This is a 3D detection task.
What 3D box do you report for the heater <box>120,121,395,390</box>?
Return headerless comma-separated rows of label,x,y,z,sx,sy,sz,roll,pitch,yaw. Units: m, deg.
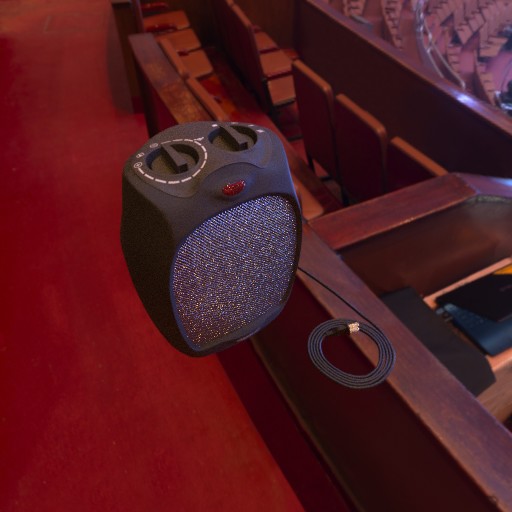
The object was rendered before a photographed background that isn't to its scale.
heater,0.000,0.000,0.463,0.239,0.240,0.291,-26,51,-23
